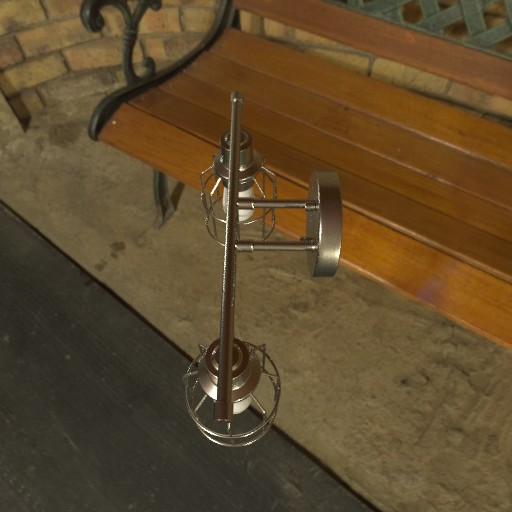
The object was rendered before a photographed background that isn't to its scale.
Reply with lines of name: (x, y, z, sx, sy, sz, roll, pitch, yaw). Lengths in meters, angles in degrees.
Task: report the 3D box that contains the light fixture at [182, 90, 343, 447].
light fixture: (0.000, 0.000, 0.537, 0.165, 0.254, 0.406, 0, 60, 0)
